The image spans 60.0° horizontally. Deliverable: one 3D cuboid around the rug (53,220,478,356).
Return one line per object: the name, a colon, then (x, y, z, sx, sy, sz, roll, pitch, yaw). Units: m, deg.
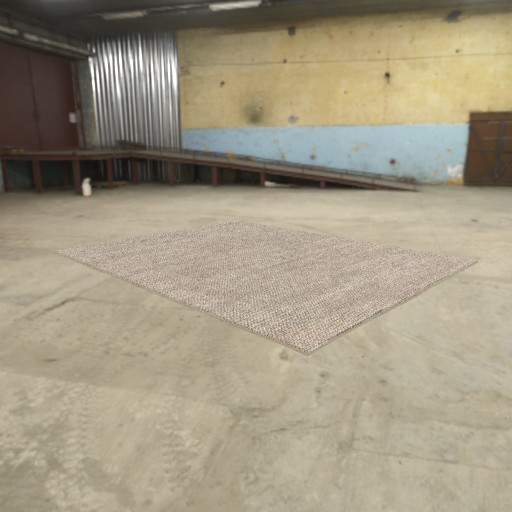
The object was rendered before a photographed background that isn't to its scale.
rug: (0.000, 0.000, 4.039, 3.052, 0.030, 2.429, 13, 20, 42)
